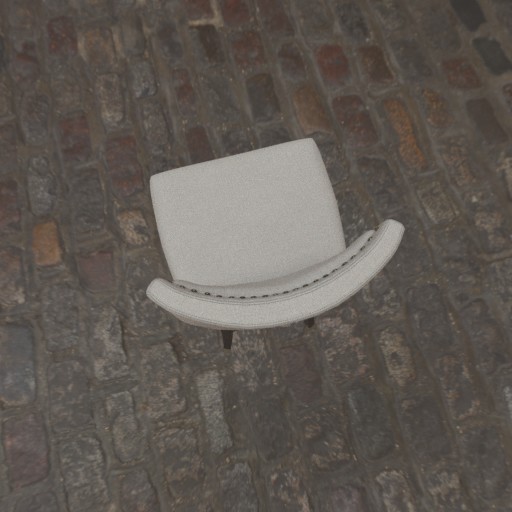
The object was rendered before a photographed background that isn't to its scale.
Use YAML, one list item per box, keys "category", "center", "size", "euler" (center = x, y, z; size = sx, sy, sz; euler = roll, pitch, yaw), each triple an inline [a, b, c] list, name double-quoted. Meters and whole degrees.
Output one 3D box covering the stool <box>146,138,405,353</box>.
- category: "stool"
  center: [0.000, 0.000, 1.390]
  size: [0.526, 1.092, 0.563]
  euler: [-14, 75, -4]
